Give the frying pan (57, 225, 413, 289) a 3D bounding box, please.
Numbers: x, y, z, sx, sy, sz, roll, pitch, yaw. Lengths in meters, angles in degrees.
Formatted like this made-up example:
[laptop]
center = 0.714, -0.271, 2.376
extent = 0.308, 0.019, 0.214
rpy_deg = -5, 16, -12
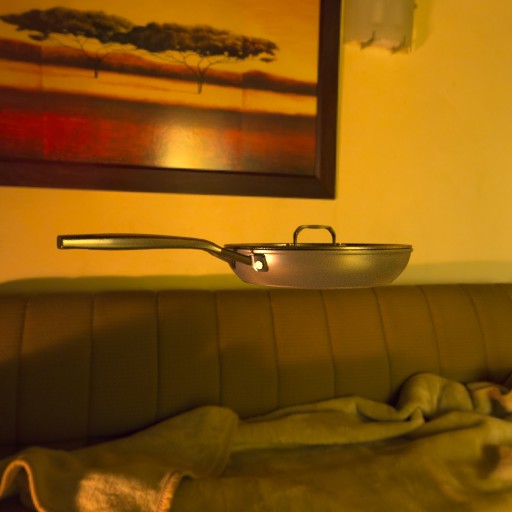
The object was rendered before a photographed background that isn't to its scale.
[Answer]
[frying pan]
center = 0.000, 0.000, 0.589
extent = 0.490, 0.086, 0.272
rpy_deg = -2, 3, -36
